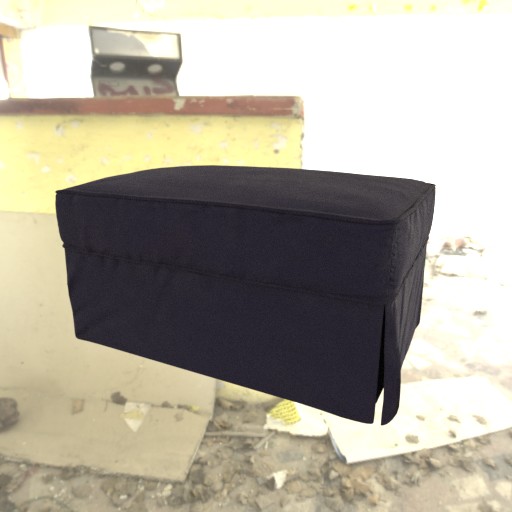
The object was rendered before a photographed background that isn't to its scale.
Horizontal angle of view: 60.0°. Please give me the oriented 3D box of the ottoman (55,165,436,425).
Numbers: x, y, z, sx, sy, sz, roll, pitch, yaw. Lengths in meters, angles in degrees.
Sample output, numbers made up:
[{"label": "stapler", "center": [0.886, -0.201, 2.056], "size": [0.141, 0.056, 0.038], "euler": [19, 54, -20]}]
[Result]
[{"label": "ottoman", "center": [0.000, 0.000, 1.293], "size": [0.938, 0.503, 0.637], "euler": [8, 18, 26]}]
